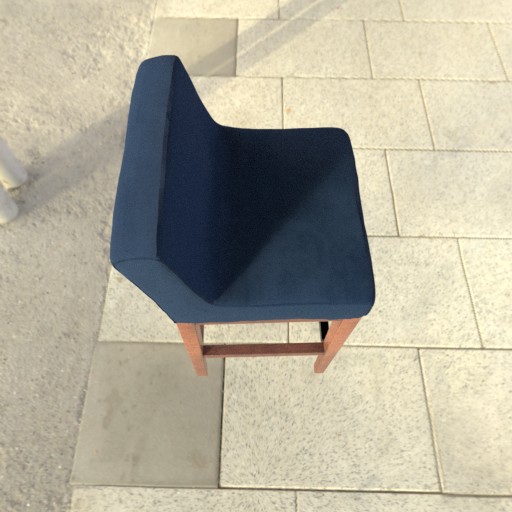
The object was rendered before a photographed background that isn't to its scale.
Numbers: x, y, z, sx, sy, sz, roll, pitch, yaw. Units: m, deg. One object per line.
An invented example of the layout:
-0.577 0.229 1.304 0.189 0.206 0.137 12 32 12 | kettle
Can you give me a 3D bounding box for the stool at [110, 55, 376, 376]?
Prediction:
0.000 0.000 1.252 0.516 0.945 0.511 -1 62 -1 | stool
